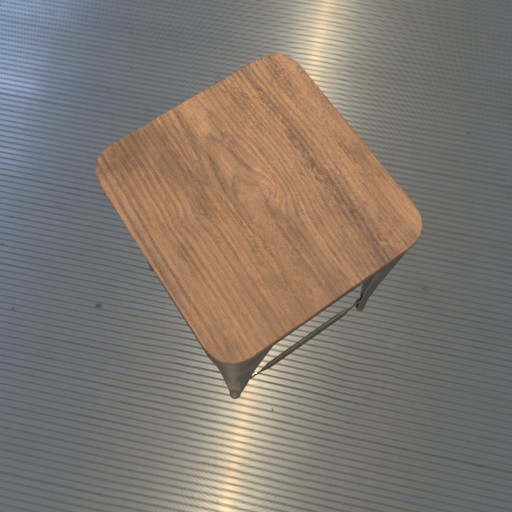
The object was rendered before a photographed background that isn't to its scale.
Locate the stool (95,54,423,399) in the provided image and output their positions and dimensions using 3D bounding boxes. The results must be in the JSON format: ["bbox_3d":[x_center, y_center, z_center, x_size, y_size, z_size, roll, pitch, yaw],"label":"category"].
[{"bbox_3d":[0.000,0.000,0.847,0.407,0.607,0.407,-33,78,-8],"label":"stool"}]
